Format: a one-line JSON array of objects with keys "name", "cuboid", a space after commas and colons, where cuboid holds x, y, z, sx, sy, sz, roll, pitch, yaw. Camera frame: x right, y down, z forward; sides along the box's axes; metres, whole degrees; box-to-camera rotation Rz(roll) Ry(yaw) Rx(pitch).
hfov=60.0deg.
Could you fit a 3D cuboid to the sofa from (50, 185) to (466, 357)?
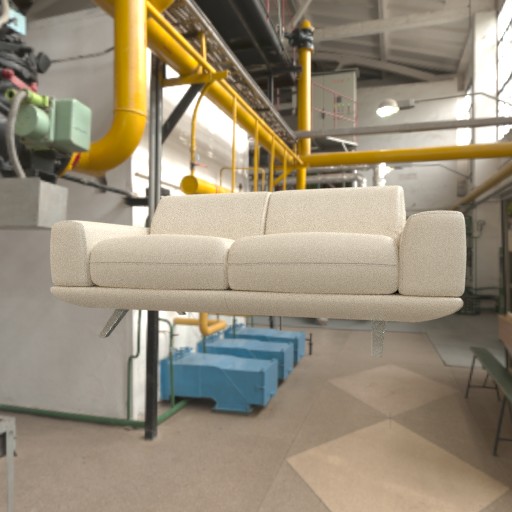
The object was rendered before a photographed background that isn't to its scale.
[{"name": "sofa", "cuboid": [0.000, 0.000, 2.314, 1.901, 0.772, 0.900, 0, 0, 18]}]
